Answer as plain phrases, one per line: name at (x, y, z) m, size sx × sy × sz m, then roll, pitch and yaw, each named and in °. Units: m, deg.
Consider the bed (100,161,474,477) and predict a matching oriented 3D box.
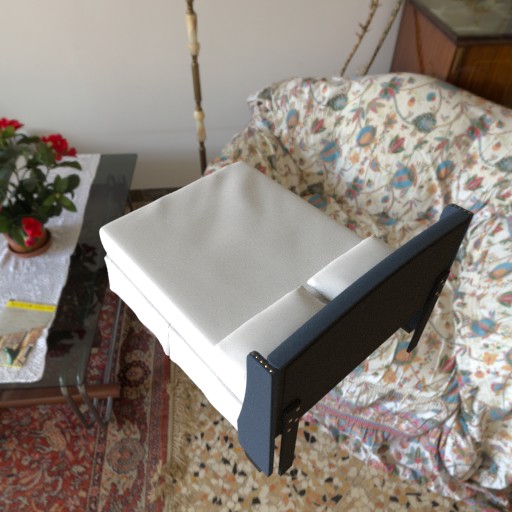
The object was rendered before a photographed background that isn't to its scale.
bed at (0.000, 0.000, 3.362) m, size 1.710 × 1.407 × 2.237 m, roll -32°, pitch 53°, yaw -28°
